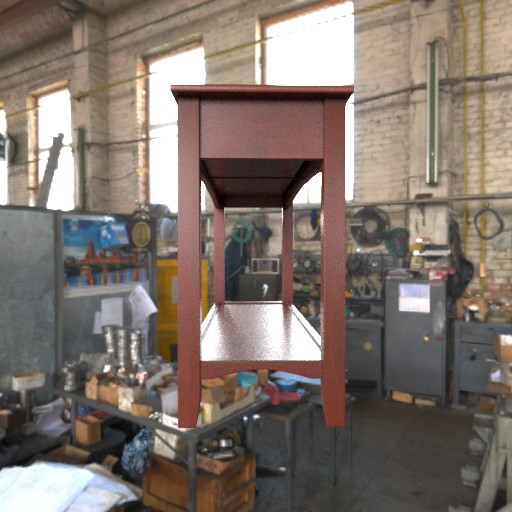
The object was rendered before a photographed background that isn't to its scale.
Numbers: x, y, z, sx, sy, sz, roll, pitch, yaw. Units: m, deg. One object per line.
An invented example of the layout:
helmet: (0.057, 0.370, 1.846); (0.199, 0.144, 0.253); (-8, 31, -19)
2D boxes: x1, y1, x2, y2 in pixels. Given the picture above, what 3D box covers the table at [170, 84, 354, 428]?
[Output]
table: (0.000, 0.000, 1.532); (0.392, 0.739, 1.188); (0, 1, -1)
